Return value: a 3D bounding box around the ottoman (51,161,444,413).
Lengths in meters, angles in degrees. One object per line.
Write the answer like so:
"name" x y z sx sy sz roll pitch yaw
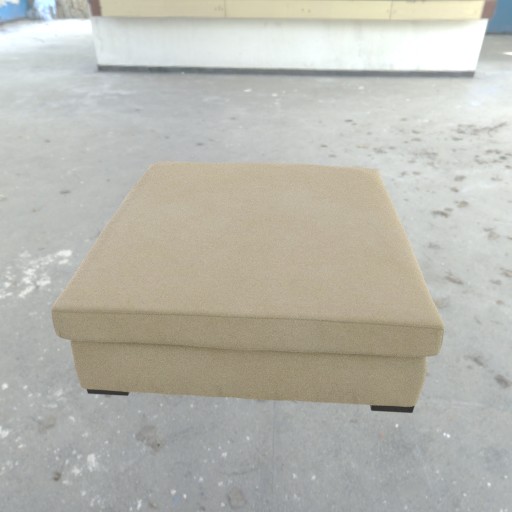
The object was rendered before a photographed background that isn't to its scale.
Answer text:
"ottoman" 0.000 0.000 1.875 1.205 0.522 1.190 2 33 3
